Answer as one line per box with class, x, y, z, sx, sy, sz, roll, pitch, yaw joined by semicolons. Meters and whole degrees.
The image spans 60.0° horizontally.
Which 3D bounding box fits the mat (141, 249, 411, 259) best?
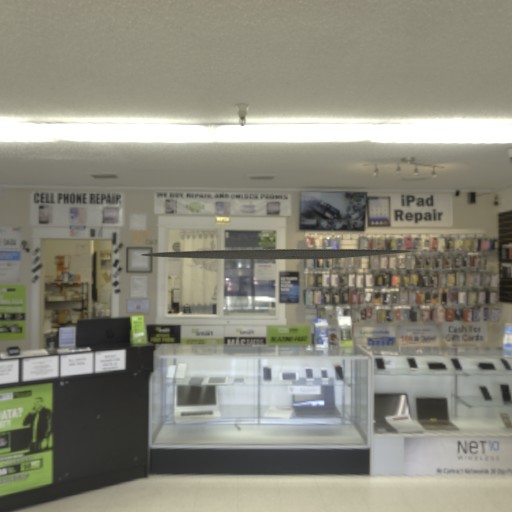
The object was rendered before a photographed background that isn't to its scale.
mat;0.000;0.000;1.856;0.913;0.013;1.524;0;-1;1
